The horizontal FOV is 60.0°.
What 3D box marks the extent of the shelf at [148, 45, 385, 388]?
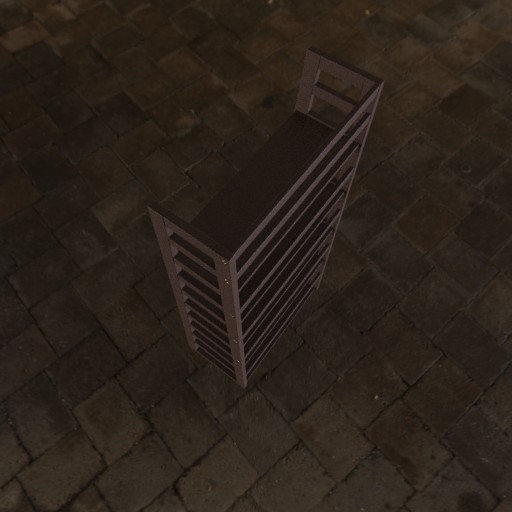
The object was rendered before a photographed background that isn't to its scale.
[{"bbox_3d":[0.000,0.000,1.963,0.403,1.600,0.763,33,68,16],"label":"shelf"}]
